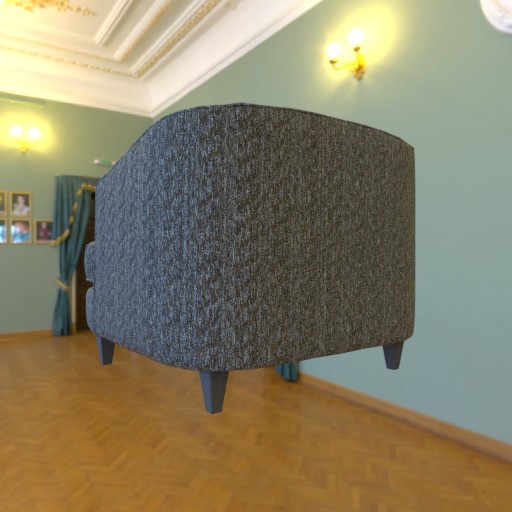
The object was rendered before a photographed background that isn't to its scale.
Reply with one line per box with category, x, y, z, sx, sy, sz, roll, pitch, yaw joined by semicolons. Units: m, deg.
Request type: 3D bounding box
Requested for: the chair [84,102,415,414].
chair;0.000;0.000;1.739;1.104;0.852;0.941;0;1;-35
